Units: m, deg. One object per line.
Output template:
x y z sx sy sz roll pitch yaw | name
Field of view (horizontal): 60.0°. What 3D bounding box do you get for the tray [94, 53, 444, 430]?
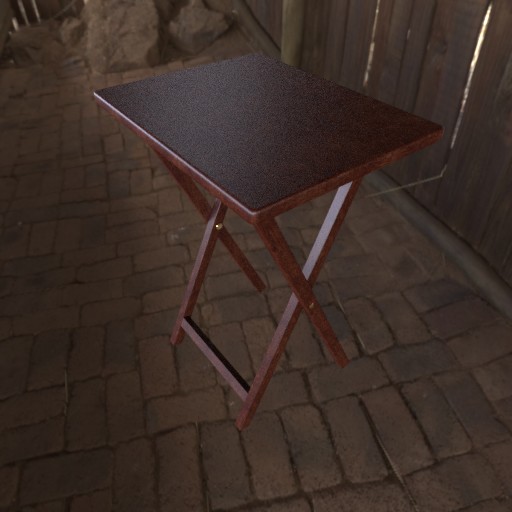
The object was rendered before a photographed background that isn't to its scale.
0.000 0.000 0.961 0.381 0.660 0.483 -27 47 -27 | tray
